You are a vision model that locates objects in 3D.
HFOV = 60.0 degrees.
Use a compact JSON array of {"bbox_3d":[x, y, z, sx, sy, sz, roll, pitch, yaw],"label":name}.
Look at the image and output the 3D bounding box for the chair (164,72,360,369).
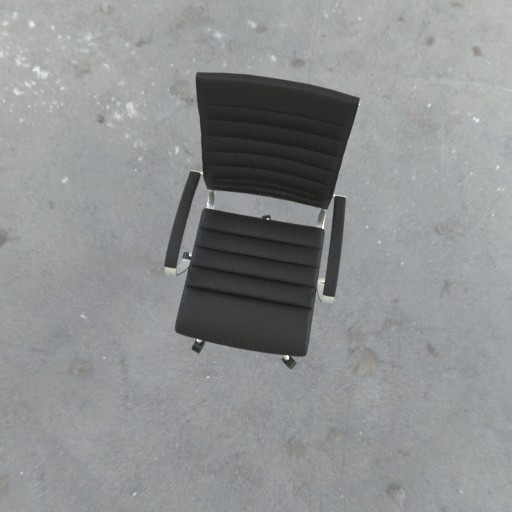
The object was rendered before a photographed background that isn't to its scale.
[{"bbox_3d":[0.000,0.000,1.632,0.766,1.149,0.739,10,75,3],"label":"chair"}]
